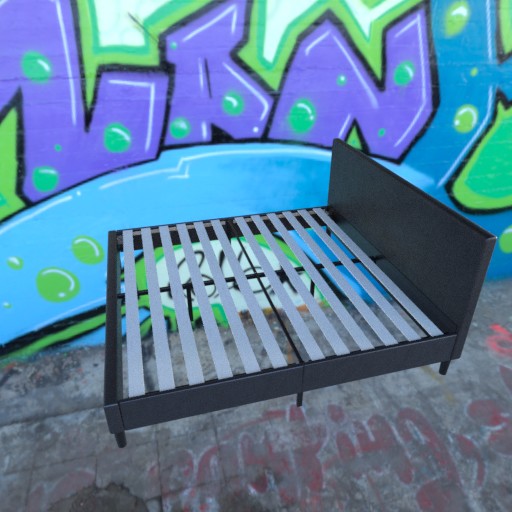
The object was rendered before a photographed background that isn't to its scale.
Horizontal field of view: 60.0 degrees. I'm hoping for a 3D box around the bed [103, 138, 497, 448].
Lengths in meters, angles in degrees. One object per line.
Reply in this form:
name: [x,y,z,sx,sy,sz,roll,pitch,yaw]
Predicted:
bed: [0.000,0.000,3.240,2.152,1.046,2.018,-8,31,-13]
